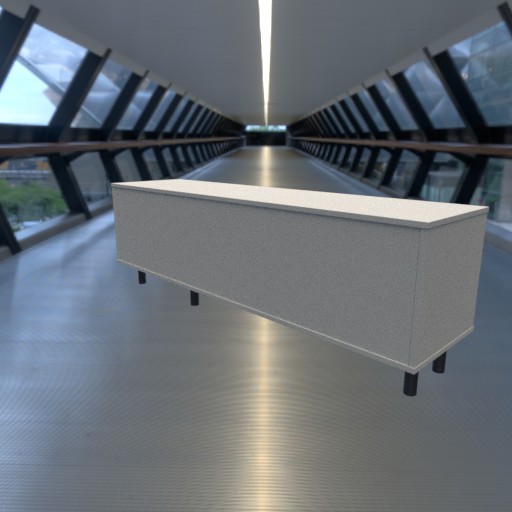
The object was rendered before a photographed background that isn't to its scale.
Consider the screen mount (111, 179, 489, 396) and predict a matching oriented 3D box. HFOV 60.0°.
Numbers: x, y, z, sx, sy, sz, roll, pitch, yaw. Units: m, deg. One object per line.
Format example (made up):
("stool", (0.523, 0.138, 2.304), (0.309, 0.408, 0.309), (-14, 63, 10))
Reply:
("screen mount", (0.000, 0.000, 1.811), (0.418, 0.520, 1.600), (-13, 19, -43))
